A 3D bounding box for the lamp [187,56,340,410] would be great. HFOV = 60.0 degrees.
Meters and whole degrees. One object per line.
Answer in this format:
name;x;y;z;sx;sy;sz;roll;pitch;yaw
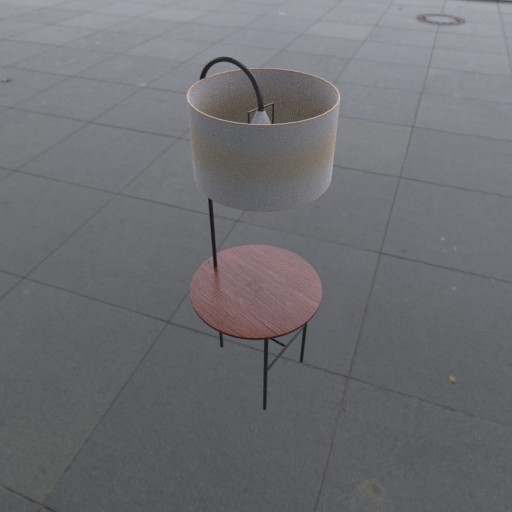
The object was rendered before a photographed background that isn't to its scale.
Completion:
lamp;0.000;0.000;1.817;0.573;1.517;0.573;0;40;0
